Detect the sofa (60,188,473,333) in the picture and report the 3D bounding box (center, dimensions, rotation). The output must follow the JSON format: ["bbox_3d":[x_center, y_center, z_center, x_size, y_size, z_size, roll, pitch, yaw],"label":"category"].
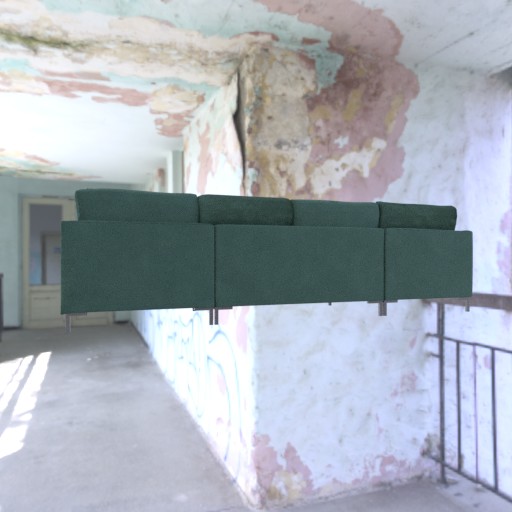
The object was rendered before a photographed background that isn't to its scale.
[{"bbox_3d":[0.000,0.000,4.377,3.434,0.992,2.055,0,0,-19],"label":"sofa"}]
